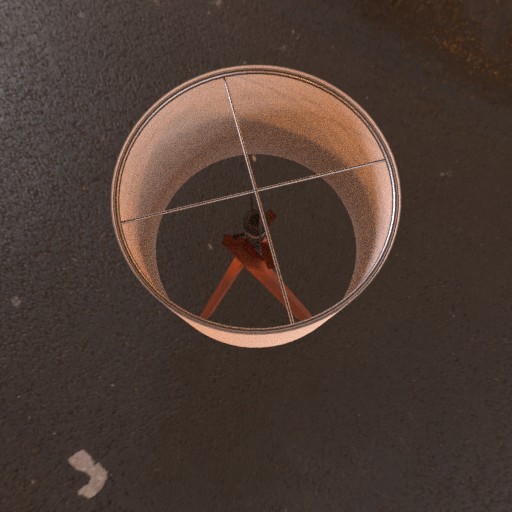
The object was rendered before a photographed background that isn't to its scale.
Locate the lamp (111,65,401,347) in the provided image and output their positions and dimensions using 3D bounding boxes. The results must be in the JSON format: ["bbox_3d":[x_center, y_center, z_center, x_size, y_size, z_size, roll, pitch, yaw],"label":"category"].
[{"bbox_3d":[0.000,0.000,0.912,0.380,0.686,0.380,-14,75,-4],"label":"lamp"}]
